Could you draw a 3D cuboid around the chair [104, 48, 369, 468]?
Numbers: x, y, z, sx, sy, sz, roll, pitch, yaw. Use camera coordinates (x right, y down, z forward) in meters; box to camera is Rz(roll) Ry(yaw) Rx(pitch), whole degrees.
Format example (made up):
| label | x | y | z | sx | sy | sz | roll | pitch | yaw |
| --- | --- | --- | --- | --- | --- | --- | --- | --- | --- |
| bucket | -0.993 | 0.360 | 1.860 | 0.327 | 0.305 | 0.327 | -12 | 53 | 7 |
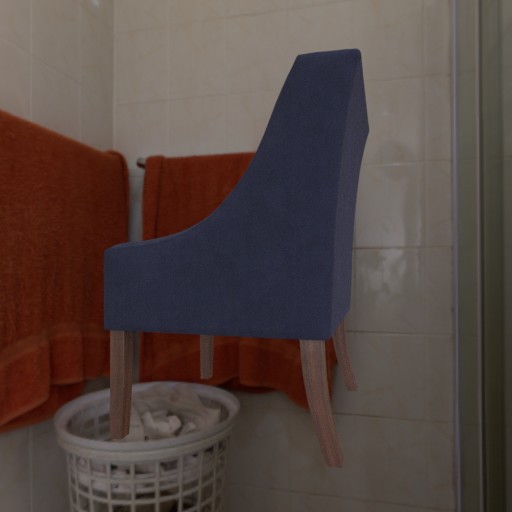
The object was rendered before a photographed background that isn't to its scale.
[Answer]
| label | x | y | z | sx | sy | sz | roll | pitch | yaw |
| --- | --- | --- | --- | --- | --- | --- | --- | --- | --- |
| chair | 0.000 | 0.000 | 1.299 | 0.629 | 0.895 | 0.629 | 0 | 0 | 16 |
